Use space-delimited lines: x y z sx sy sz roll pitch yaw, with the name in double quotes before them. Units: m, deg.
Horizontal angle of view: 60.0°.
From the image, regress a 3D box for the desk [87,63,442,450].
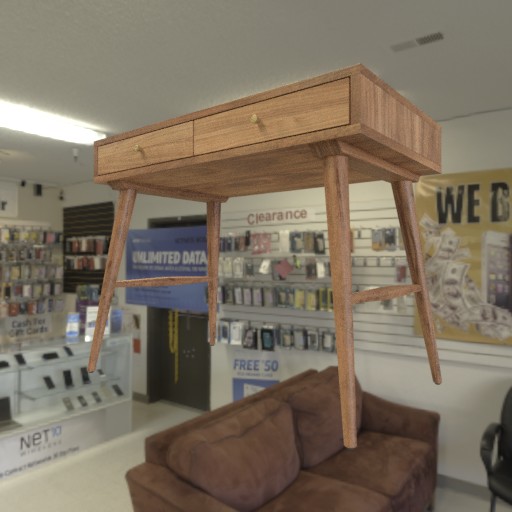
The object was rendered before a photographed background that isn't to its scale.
"desk" 0.000 0.000 1.376 0.949 0.758 0.588 0 0 39
